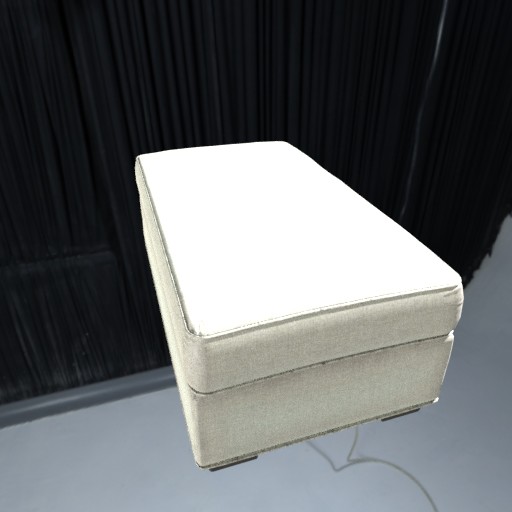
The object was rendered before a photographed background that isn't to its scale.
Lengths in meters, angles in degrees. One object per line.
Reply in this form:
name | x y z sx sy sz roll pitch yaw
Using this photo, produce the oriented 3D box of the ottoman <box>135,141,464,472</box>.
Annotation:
ottoman | 0.000 0.000 1.380 0.617 0.448 1.097 -9 32 -15
